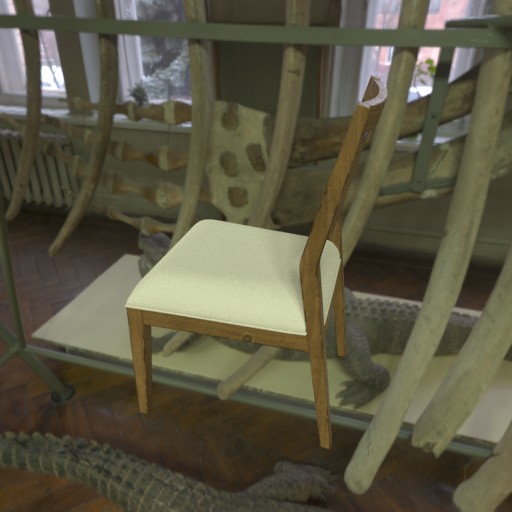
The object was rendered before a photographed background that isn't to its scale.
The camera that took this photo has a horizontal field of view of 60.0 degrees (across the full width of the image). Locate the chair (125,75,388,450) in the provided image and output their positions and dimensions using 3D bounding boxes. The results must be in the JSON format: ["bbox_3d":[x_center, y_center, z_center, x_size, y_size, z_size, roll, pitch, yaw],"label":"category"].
[{"bbox_3d":[0.000,0.000,1.275,0.610,0.939,0.497,8,30,14],"label":"chair"}]
